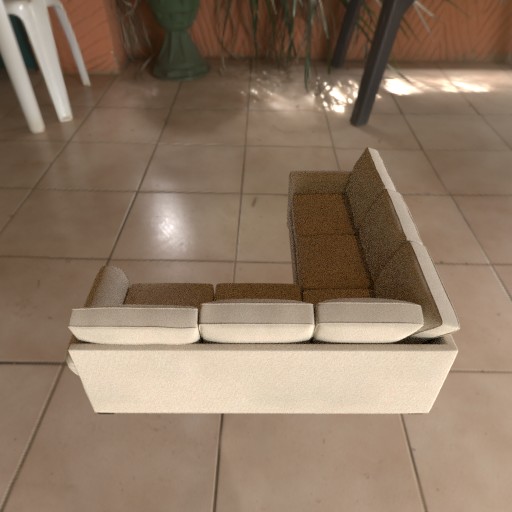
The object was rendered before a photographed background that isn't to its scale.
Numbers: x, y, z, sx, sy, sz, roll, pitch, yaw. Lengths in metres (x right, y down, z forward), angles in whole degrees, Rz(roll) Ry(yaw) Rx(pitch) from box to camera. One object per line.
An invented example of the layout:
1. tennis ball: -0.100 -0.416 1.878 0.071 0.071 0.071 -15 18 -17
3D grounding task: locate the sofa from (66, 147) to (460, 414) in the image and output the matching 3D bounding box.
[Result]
1. sofa: 0.000 0.000 3.903 2.569 1.054 2.487 0 41 0
